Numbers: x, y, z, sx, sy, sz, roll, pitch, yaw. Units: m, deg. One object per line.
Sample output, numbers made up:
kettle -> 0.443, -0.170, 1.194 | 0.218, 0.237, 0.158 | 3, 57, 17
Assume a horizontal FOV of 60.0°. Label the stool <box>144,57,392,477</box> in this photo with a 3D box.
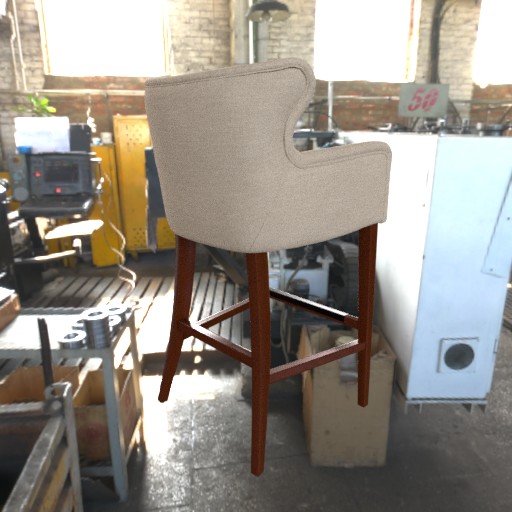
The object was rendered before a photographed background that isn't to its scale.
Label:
stool -> 0.000, 0.000, 1.341 | 0.563, 1.034, 0.556 | -15, 22, -42
